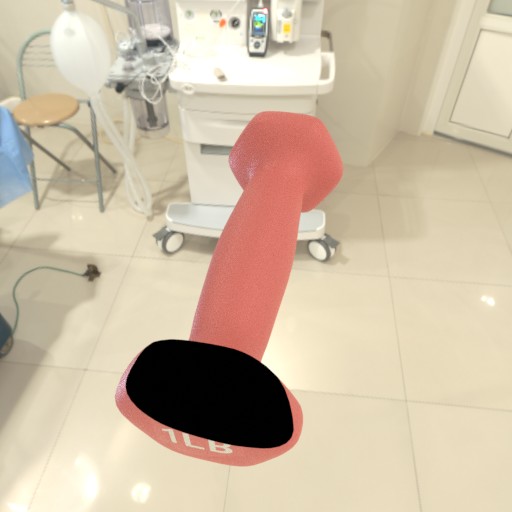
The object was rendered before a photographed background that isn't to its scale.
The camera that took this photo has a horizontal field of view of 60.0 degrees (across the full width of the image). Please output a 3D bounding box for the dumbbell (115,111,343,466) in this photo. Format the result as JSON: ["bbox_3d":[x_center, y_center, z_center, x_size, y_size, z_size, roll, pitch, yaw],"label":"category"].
[{"bbox_3d":[0.000,0.000,0.144,0.047,0.043,0.123,9,47,9],"label":"dumbbell"}]
